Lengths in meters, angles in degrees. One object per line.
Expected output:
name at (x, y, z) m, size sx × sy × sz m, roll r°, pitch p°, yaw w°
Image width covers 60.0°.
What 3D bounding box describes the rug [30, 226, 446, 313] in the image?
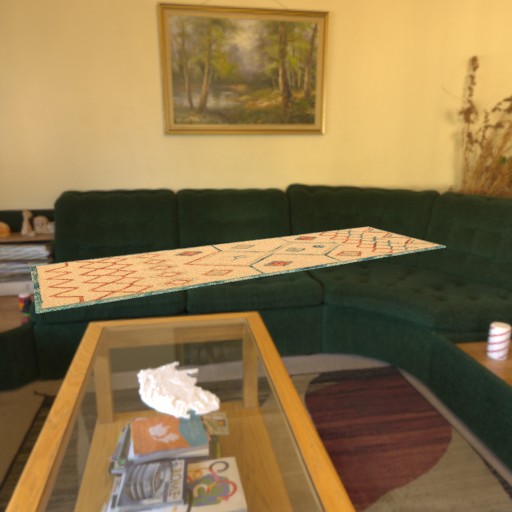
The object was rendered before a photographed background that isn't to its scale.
rug at (0.000, 0.000, 2.686) m, size 2.435 × 0.011 × 0.750 m, roll -8°, pitch 17°, yaw -27°
